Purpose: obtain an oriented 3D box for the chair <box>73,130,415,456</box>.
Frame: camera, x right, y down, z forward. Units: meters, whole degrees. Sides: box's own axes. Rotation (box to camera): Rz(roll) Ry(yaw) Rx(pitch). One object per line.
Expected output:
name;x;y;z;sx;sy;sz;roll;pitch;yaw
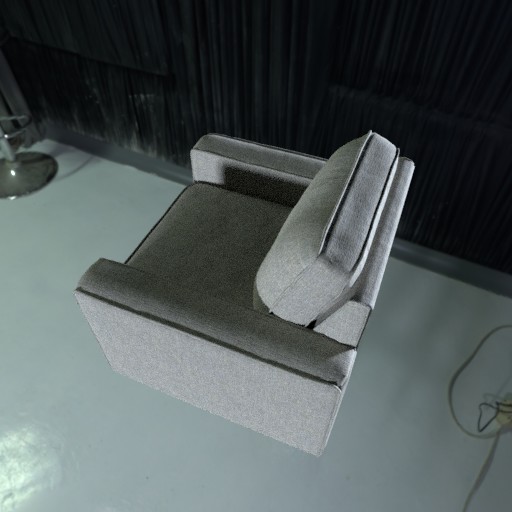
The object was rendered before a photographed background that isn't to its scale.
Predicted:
chair;0.000;0.000;1.735;0.940;0.914;1.016;17;51;15
